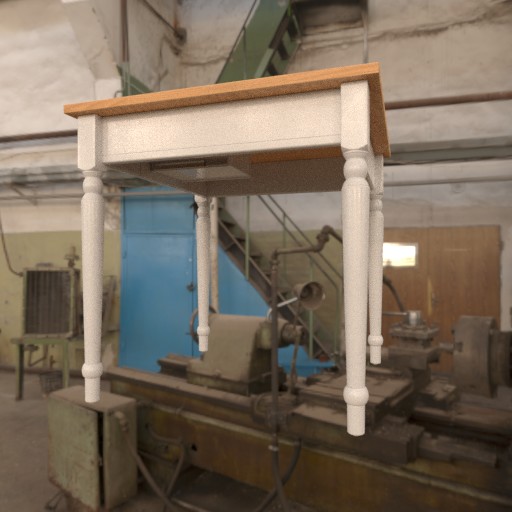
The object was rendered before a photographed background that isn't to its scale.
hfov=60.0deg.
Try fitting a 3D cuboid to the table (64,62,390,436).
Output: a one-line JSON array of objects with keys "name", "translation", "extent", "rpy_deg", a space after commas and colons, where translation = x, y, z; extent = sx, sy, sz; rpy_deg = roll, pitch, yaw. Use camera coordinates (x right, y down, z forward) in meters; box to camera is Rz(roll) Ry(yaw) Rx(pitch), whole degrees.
[{"name": "table", "translation": [0.000, 0.000, 1.320], "extent": [0.747, 0.738, 0.747], "rpy_deg": [0, -1, 19]}]
